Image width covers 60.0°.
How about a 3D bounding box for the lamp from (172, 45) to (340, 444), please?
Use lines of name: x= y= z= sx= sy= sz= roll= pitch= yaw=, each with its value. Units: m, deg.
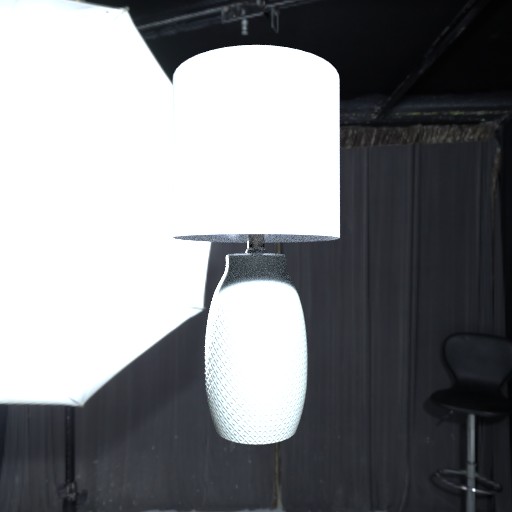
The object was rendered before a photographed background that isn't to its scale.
lamp: x=0.000 y=0.000 z=0.584 sx=0.217 sy=0.453 sz=0.217 roll=0 pitch=-1 yaw=0
